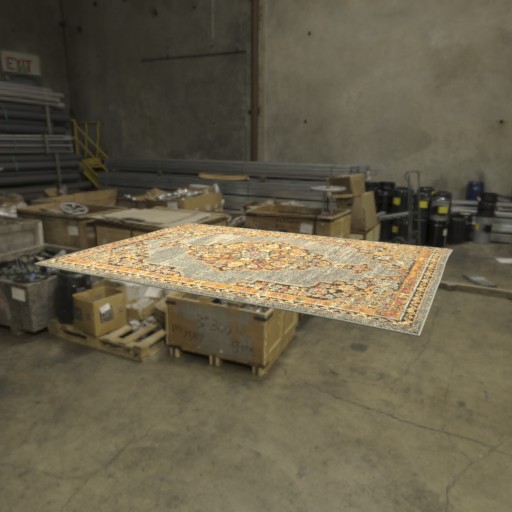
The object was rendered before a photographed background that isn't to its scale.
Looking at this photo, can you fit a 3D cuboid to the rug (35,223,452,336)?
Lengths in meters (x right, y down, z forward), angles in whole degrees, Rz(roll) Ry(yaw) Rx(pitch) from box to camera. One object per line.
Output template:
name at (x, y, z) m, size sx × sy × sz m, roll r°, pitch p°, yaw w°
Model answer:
rug at (0.000, 0.000, 3.940) m, size 3.063 × 0.024 × 2.158 m, roll 7°, pitch 16°, yaw 27°
